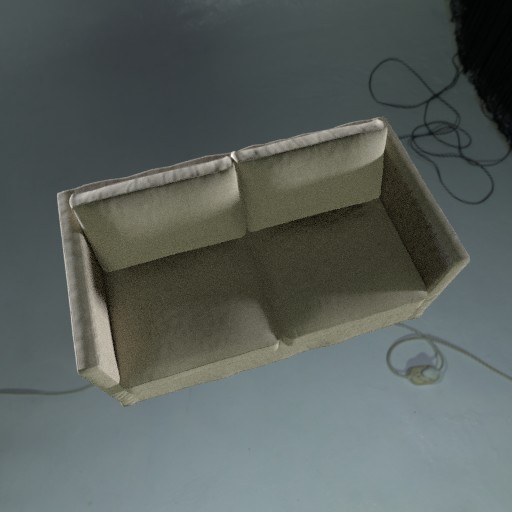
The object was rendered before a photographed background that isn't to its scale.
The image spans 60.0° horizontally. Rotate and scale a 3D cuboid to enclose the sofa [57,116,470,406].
[{"bbox_3d":[0.000,0.000,2.297,1.766,0.828,0.956,-15,63,-8],"label":"sofa"}]
